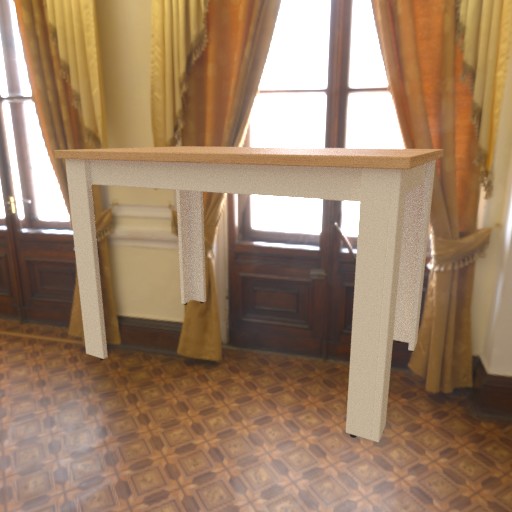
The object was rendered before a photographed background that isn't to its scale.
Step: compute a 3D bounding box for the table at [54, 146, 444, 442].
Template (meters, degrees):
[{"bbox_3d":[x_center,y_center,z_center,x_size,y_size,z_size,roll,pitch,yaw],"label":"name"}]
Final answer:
[{"bbox_3d":[0.000,0.000,1.573,1.100,0.734,0.700,8,17,26],"label":"table"}]
